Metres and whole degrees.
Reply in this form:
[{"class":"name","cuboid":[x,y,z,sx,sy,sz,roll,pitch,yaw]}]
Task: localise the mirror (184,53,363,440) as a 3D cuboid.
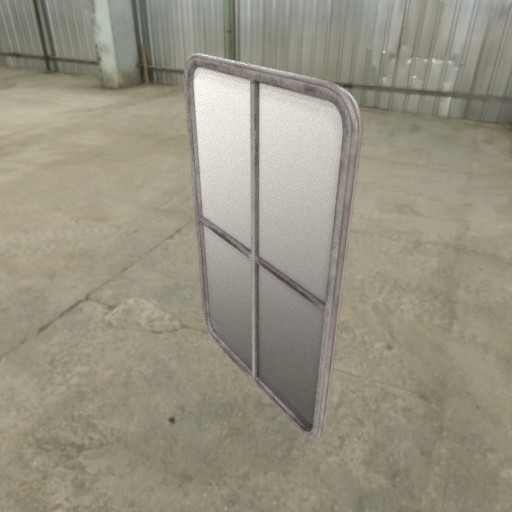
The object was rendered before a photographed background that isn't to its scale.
[{"class":"mirror","cuboid":[0.000,0.000,0.888,0.024,0.713,0.461,-21,37,-30]}]
